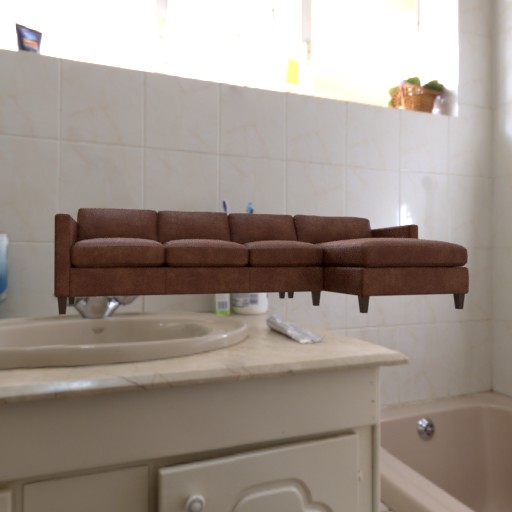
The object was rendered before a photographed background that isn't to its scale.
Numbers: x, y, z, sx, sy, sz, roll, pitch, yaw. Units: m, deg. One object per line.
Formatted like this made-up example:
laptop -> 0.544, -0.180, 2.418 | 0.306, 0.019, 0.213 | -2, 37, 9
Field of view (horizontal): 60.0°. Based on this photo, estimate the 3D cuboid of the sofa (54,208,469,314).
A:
sofa -> 0.000, 0.000, 3.874 | 3.203, 0.883, 1.581 | 0, -1, -18
